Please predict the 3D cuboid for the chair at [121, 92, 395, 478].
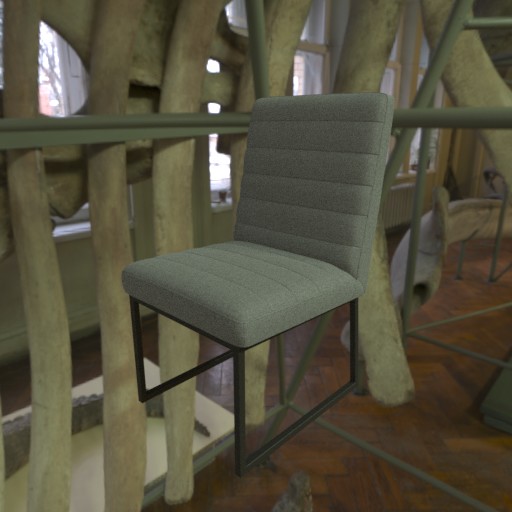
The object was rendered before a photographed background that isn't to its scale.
[{"bbox_3d":[0.000,0.000,1.329,0.520,0.930,0.634,16,23,41],"label":"chair"}]
